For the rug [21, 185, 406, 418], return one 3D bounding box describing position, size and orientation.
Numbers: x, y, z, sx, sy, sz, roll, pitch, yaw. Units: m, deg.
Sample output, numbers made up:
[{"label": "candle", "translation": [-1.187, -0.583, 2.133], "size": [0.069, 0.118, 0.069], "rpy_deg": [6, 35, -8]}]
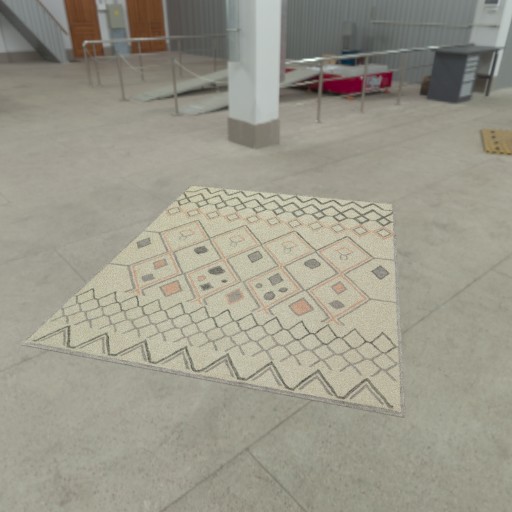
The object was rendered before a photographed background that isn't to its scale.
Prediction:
[{"label": "rug", "translation": [0.000, 0.000, 3.949], "size": [2.441, 0.016, 3.050], "rpy_deg": [7, 30, 12]}]
